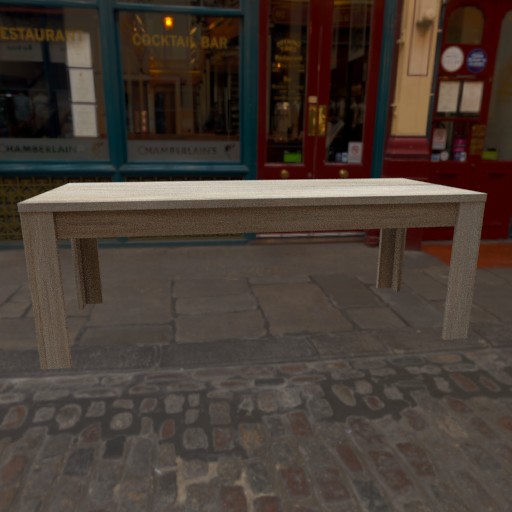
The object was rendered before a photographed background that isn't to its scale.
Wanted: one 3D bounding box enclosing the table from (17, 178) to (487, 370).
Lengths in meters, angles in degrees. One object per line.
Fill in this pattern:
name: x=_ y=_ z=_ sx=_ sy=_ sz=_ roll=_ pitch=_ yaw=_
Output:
table: x=0.000 y=0.000 z=2.584 sx=2.200 sy=0.790 sz=0.900 roll=-2 pitch=15 yaw=-9
